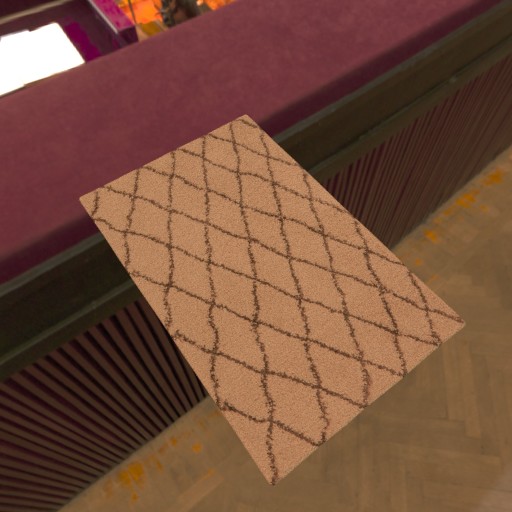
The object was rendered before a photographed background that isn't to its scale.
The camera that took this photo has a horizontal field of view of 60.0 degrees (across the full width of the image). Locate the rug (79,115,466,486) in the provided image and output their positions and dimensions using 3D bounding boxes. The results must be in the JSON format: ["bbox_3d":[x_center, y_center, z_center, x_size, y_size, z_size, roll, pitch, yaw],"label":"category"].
[{"bbox_3d":[0.000,0.000,3.514,1.778,0.030,2.743,-32,64,-18],"label":"rug"}]
